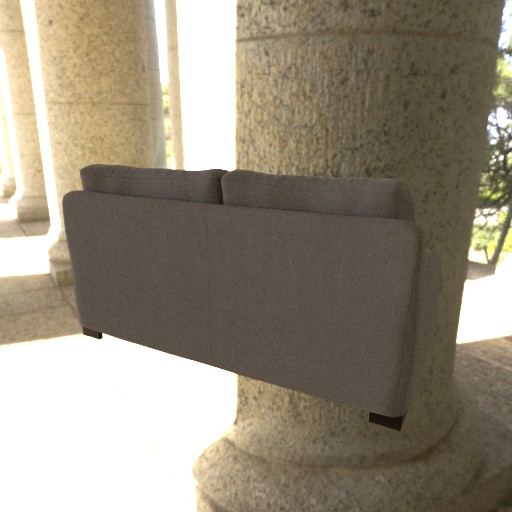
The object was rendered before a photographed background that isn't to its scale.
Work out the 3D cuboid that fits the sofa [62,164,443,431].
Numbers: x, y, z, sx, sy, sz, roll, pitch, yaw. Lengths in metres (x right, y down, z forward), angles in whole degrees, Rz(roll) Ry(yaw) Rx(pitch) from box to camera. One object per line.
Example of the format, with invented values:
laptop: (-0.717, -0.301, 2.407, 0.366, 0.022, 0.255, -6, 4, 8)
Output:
sofa: (0.000, 0.000, 2.408, 1.855, 0.980, 0.962, 8, 18, 27)
